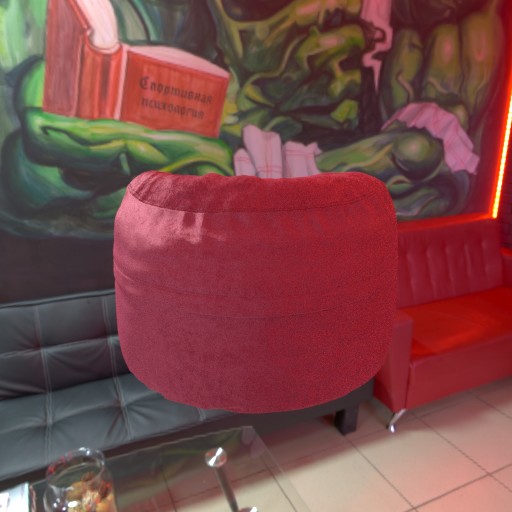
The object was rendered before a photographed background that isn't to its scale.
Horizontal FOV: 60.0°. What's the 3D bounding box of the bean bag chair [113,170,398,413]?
[{"bbox_3d":[0.000,0.000,1.954,1.218,0.788,1.218,0,16,0],"label":"bean bag chair"}]
